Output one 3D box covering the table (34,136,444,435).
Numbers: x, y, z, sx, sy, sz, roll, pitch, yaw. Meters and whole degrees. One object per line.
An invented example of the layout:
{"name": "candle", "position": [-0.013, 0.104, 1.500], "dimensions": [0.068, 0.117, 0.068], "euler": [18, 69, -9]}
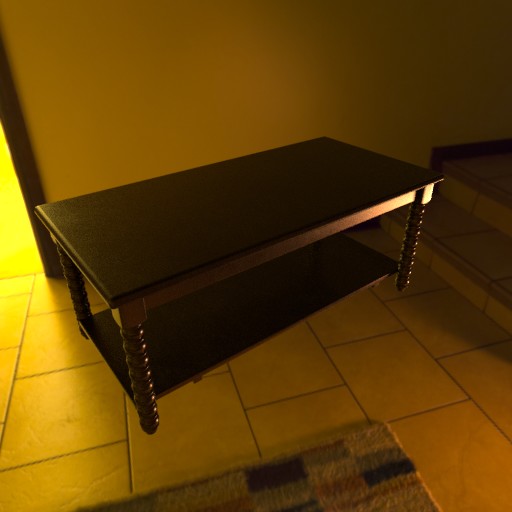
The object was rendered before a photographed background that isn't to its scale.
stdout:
{"name": "table", "position": [0.000, 0.000, 1.504], "dimensions": [1.171, 0.487, 0.580], "euler": [-22, 37, -31]}
